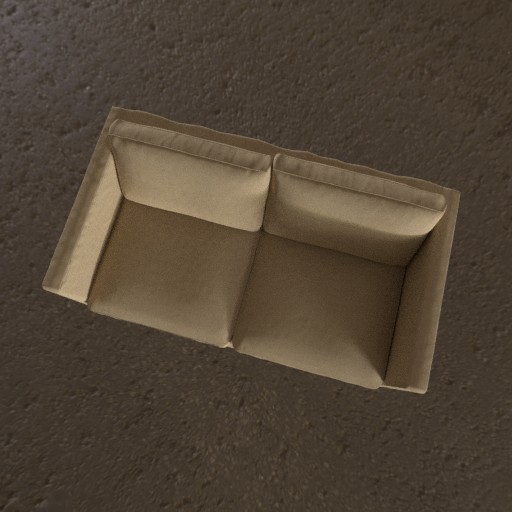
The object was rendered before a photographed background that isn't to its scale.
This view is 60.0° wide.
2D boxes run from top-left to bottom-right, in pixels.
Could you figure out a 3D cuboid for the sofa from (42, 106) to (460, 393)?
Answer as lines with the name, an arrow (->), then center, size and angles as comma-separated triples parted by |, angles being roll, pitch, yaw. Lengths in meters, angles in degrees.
sofa -> 0.000, 0.000, 2.241 | 1.719, 0.835, 0.962 | 15, 77, 4
